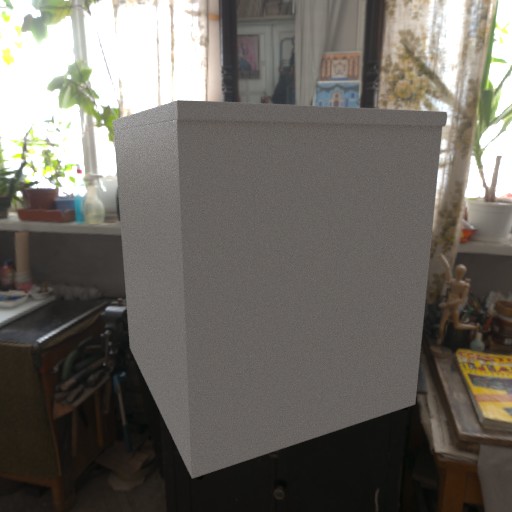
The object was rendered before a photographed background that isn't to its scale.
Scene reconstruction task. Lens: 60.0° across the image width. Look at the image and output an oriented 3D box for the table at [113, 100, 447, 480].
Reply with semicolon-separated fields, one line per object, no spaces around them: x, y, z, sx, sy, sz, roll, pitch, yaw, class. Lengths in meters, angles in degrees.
0.000;0.000;0.765;0.380;0.460;0.420;-7;16;-25;table
